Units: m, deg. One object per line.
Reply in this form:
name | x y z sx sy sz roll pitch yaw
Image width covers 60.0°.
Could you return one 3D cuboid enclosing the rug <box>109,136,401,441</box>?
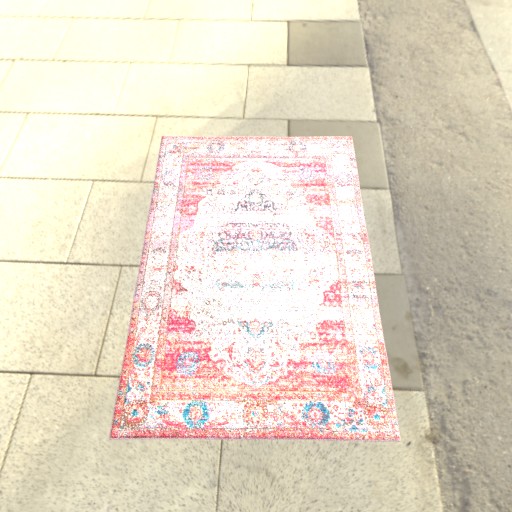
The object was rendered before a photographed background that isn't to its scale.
rug | 0.000 0.000 2.343 1.219 0.006 1.829 0 57 0
